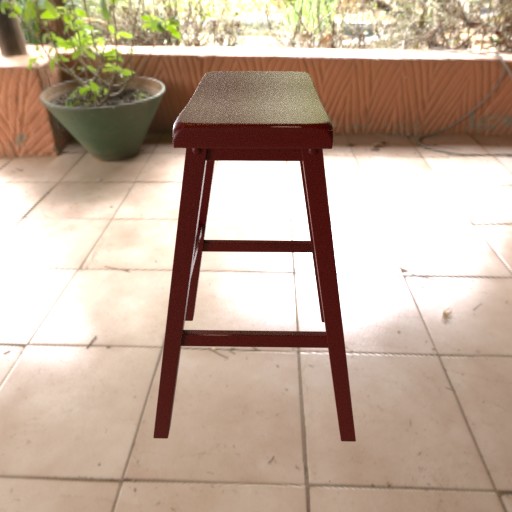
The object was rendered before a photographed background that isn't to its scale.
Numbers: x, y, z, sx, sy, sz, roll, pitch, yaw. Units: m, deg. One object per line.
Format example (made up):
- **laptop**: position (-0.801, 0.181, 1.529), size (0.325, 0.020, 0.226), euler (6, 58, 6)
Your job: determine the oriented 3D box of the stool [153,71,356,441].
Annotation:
- **stool**: position (0.000, 0.000, 1.039), size (0.476, 0.737, 0.457), euler (1, 32, 1)
